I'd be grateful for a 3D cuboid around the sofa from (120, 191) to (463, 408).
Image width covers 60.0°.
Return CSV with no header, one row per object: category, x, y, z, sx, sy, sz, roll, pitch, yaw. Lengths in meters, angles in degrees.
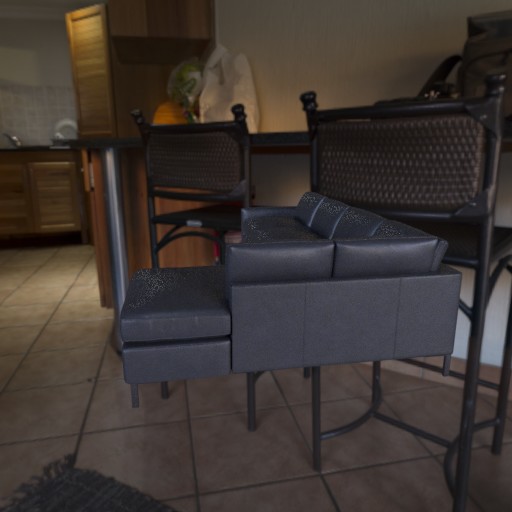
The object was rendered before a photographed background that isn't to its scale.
sofa,0.000,0.000,3.823,1.938,0.877,2.984,-2,14,-10
